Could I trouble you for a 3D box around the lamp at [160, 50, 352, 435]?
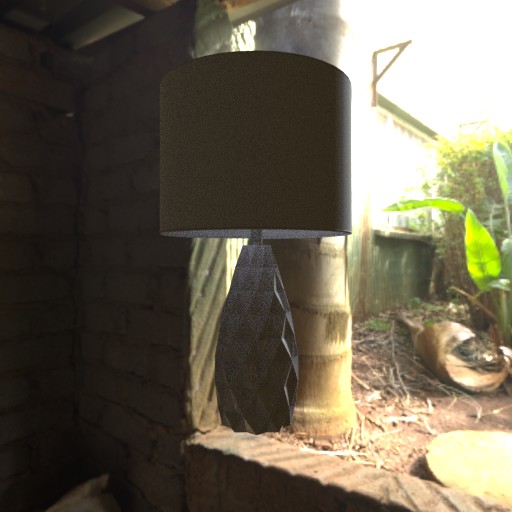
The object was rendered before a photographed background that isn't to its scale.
[{"bbox_3d":[0.000,0.000,0.701,0.297,0.522,0.297,0,0,0],"label":"lamp"}]
